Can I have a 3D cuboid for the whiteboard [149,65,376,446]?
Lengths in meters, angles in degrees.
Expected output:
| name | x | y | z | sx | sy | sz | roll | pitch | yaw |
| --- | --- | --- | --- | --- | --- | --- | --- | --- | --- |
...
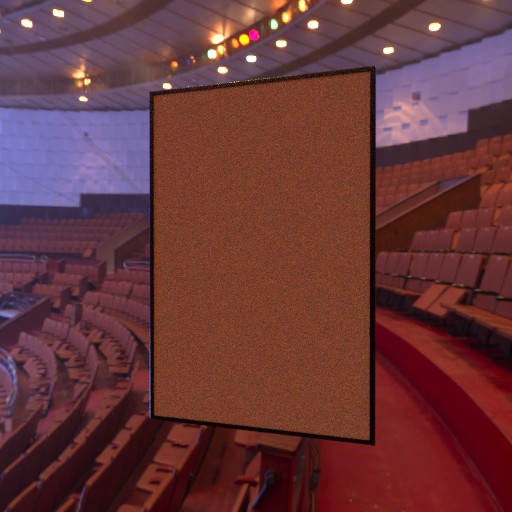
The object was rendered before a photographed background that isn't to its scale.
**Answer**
| name | x | y | z | sx | sy | sz | roll | pitch | yaw |
| --- | --- | --- | --- | --- | --- | --- | --- | --- | --- |
| whiteboard | 0.000 | 0.000 | 0.779 | 0.406 | 0.611 | 0.026 | 0 | 0 | 17 |
